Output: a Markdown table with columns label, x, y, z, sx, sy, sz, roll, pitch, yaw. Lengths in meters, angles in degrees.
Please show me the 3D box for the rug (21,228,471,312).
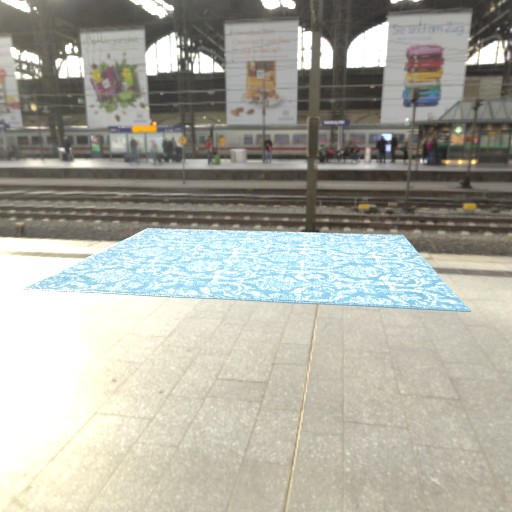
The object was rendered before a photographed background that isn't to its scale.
| label | x | y | z | sx | sy | sz | roll | pitch | yaw |
| --- | --- | --- | --- | --- | --- | --- | --- | --- | --- |
| rug | 0.000 | 0.000 | 4.025 | 2.980 | 0.012 | 2.363 | 2 | 14 | 8 |
